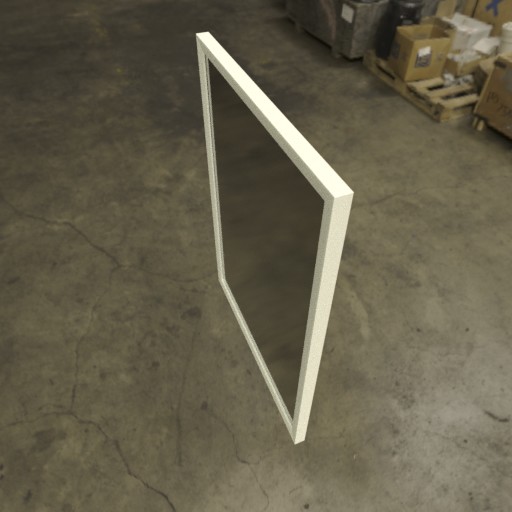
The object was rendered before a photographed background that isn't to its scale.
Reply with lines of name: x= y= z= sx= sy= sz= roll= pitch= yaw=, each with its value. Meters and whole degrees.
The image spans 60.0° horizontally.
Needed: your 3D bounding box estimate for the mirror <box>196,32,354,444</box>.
mirror: x=0.000 y=0.000 z=1.324 sx=0.040 sy=1.016 sz=0.762 roll=-16 pitch=48 yaw=-15
